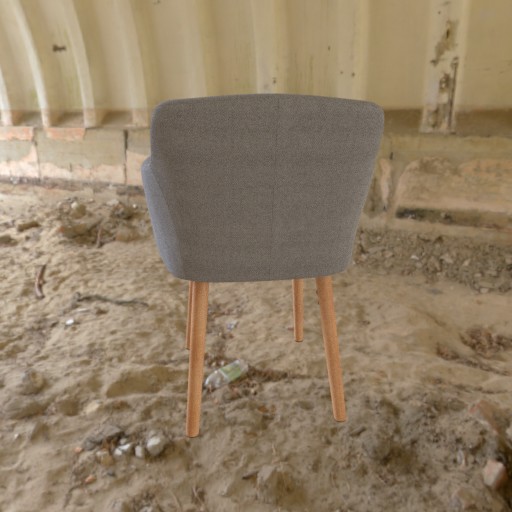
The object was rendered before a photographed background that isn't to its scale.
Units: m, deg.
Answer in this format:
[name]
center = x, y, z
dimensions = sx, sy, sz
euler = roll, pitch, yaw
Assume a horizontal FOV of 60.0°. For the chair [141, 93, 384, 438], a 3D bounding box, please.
[chair]
center = 0.000, 0.000, 1.174
dimensions = 0.570, 0.780, 0.540
euler = -2, 17, -8
